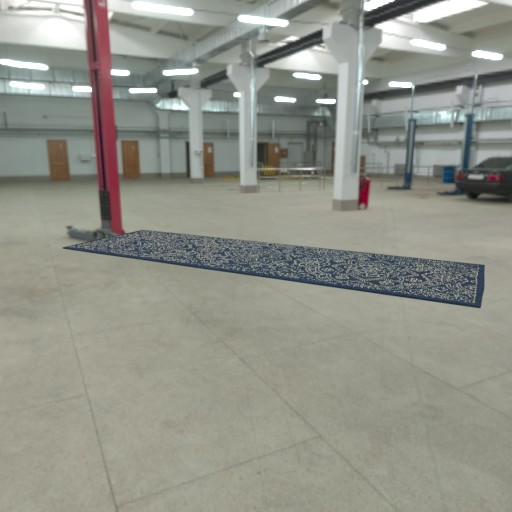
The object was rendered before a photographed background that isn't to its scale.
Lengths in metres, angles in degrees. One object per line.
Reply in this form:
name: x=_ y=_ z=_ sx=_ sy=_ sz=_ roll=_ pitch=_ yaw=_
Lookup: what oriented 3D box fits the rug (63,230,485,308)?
rug: x=0.000 y=0.000 z=2.655 sx=2.448 sy=0.012 sz=0.769 roll=7 pitch=15 yaw=27
